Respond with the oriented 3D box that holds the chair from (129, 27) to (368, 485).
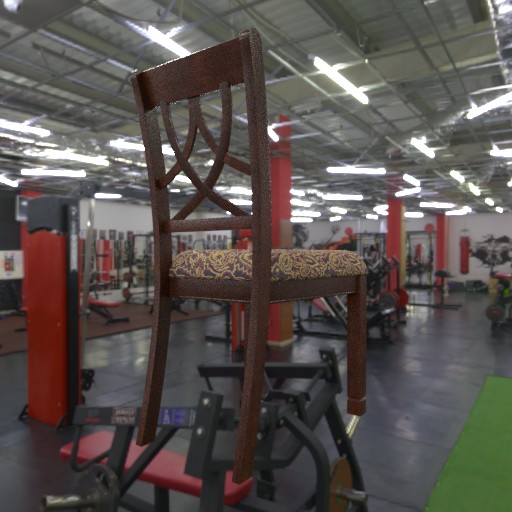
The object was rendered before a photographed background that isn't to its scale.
[{"bbox_3d":[0.000,0.000,1.270,0.457,0.965,0.584,0,0,36],"label":"chair"}]
